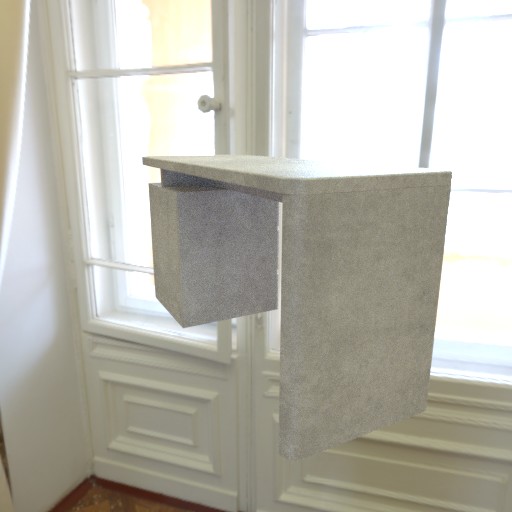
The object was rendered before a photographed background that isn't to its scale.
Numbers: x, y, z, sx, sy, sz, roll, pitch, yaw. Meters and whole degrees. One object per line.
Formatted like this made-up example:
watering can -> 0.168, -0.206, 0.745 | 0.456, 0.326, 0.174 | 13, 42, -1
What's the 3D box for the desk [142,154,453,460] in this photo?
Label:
desk -> 0.000, 0.000, 1.805 | 0.550, 0.755, 1.400 | -8, 17, -27
